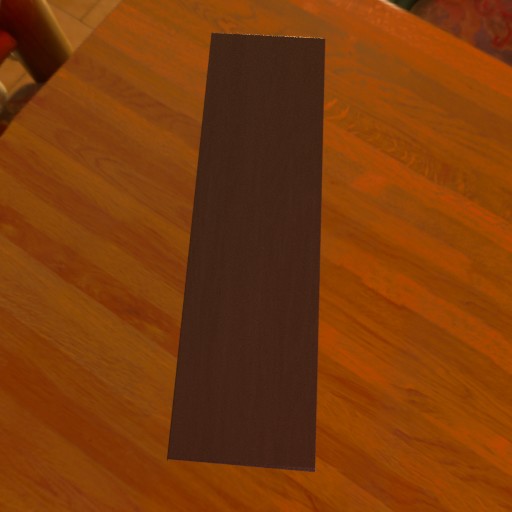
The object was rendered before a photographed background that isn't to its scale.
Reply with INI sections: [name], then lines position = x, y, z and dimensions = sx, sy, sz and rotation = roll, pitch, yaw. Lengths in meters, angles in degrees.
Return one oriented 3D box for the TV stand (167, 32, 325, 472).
[TV stand]
position = 0.000, 0.000, 1.507
dimensions = 0.347, 0.681, 1.198
rotation = 3, 75, 1
